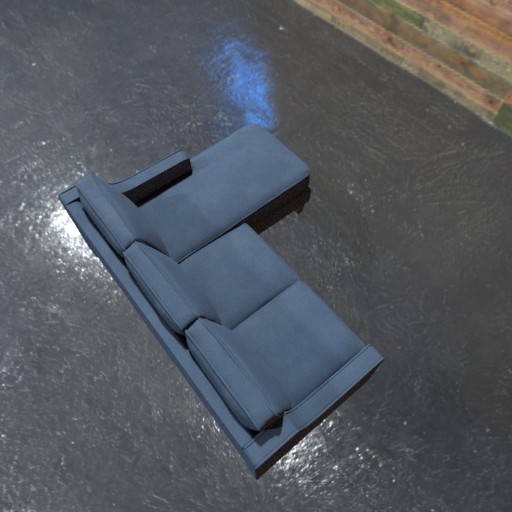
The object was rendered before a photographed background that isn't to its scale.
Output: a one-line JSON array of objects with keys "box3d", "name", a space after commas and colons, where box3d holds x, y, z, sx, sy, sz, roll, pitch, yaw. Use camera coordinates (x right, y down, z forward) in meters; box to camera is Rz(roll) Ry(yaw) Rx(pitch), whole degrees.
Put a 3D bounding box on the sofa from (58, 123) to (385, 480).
[{"box3d": [0.000, 0.000, 3.318, 1.858, 1.066, 2.317, -34, 65, -19], "name": "sofa"}]
